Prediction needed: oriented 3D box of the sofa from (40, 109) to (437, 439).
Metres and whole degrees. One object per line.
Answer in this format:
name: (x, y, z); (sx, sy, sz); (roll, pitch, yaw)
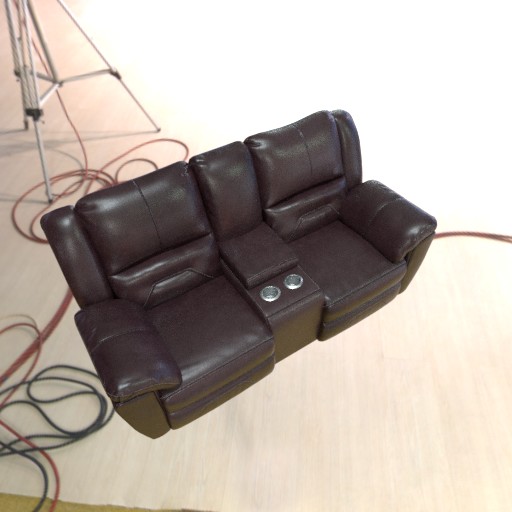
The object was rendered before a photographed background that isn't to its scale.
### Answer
sofa: (0.000, 0.000, 2.581); (2.058, 1.043, 0.991); (-25, 52, -22)
